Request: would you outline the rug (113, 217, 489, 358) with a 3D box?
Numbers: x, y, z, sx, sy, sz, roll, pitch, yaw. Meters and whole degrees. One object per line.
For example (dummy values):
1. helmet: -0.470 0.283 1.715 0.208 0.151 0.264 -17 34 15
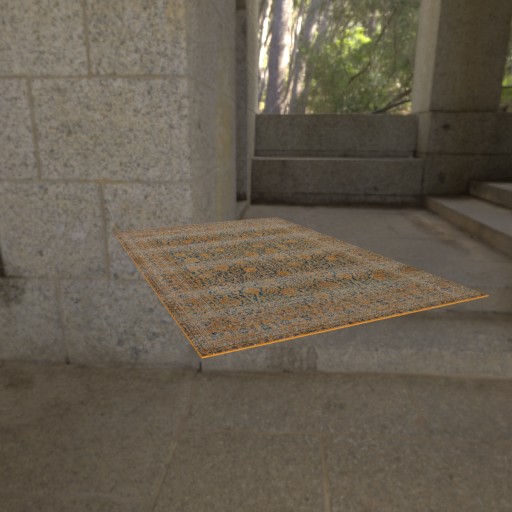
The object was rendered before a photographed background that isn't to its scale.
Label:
1. rug: 0.000 0.000 2.964 1.525 0.007 2.336 -7 17 -24
